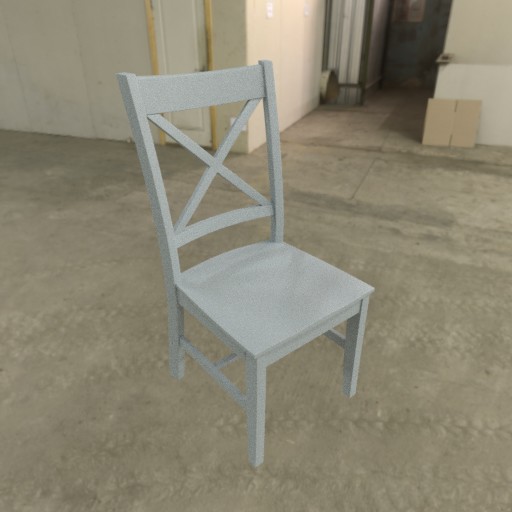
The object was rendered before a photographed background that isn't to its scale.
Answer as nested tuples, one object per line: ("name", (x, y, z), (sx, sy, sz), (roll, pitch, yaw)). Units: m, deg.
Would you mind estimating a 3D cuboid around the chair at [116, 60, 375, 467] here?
("chair", (0.000, 0.000, 1.294), (0.485, 0.983, 0.542), (-22, 36, -33))
